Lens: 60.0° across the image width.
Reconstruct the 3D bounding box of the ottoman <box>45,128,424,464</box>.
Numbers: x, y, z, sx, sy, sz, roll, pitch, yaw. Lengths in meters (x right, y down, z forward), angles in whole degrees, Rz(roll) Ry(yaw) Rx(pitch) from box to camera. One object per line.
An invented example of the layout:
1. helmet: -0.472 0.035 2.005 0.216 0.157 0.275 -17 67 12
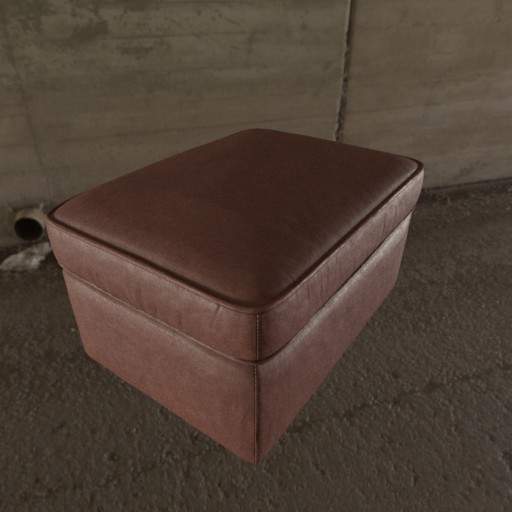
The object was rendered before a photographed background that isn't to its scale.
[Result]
1. ottoman: 0.000 0.000 1.071 0.548 0.449 0.749 21 38 29
